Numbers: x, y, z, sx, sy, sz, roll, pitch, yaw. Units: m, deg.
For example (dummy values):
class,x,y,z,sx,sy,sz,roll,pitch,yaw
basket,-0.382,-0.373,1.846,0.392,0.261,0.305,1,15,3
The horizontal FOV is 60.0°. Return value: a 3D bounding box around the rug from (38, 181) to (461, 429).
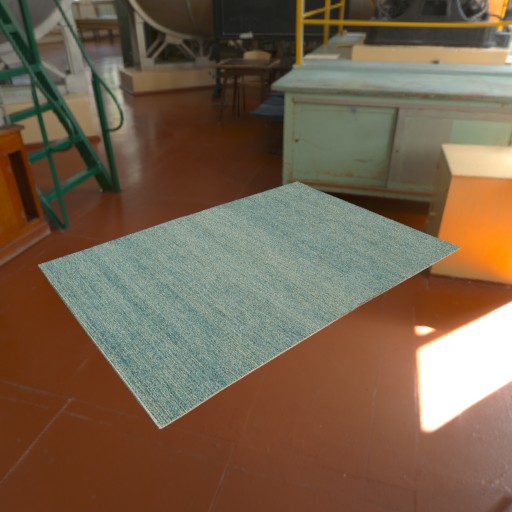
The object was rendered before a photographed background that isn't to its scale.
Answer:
class,x,y,z,sx,sy,sz,roll,pitch,yaw
rug,0.000,0.000,2.917,2.305,0.029,1.593,-23,38,-33
